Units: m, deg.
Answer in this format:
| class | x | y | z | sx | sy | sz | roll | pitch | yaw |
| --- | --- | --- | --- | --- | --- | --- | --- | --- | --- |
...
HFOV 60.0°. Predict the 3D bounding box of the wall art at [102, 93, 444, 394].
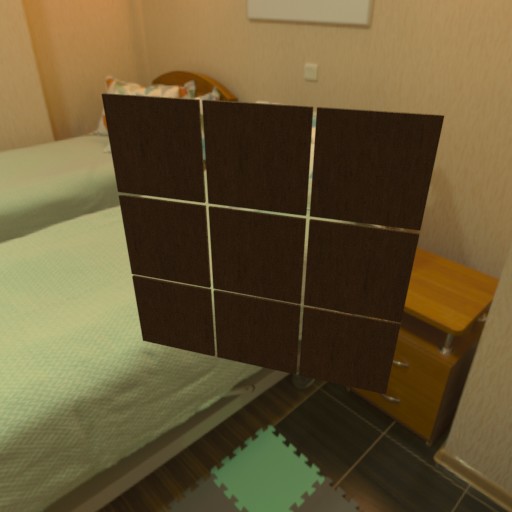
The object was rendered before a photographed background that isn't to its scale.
| class | x | y | z | sx | sy | sz | roll | pitch | yaw |
| --- | --- | --- | --- | --- | --- | --- | --- | --- | --- |
| wall art | 0.000 | 0.000 | 1.827 | 1.215 | 1.213 | 0.013 | 9 | 31 | 15 |
